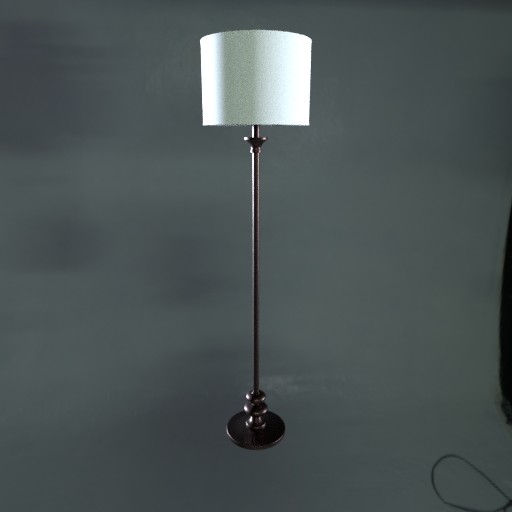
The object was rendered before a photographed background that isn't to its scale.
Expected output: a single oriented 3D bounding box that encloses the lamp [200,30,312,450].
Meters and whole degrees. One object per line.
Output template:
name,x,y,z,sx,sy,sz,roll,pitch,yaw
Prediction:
lamp,0.000,0.000,1.624,0.356,1.487,0.356,-2,16,-8
